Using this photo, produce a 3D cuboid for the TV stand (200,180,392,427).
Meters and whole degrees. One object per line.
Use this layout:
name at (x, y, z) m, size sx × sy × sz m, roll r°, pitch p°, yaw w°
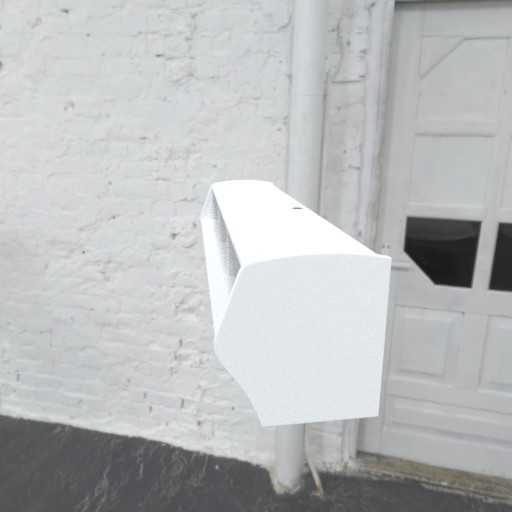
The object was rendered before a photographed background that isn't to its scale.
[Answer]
TV stand at (0.000, 0.000, 1.705) m, size 0.397 × 0.424 × 1.473 m, roll -2°, pitch 16°, yaw -8°
